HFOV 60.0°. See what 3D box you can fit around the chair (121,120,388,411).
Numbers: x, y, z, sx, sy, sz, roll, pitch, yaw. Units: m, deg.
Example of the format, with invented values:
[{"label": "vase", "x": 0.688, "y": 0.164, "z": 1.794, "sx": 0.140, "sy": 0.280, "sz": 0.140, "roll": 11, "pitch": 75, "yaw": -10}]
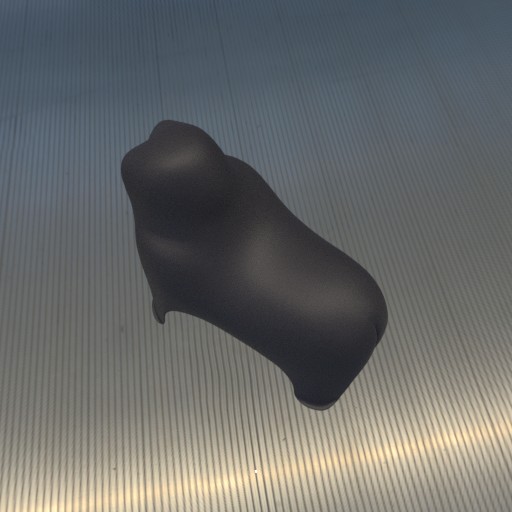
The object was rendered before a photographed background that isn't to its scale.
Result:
[{"label": "chair", "x": 0.000, "y": 0.000, "z": 1.150, "sx": 0.758, "sy": 0.600, "sz": 0.490, "roll": 32, "pitch": 68, "yaw": 15}]
